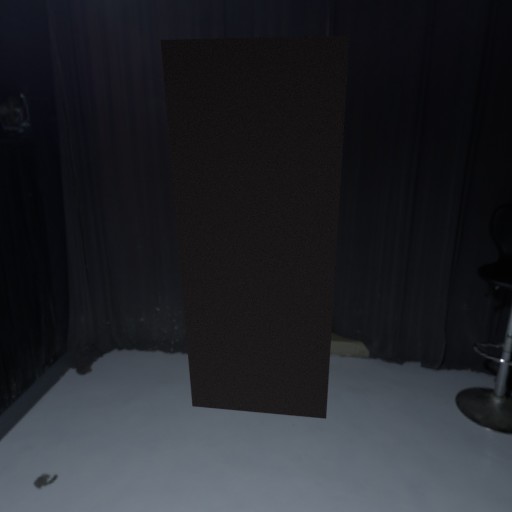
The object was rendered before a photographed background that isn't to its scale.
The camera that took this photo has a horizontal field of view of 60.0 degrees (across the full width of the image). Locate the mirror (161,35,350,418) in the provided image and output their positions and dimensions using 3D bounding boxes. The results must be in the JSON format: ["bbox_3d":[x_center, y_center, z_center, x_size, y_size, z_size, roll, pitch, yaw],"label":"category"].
[{"bbox_3d":[0.000,0.000,2.290,0.812,2.020,0.221,2,18,8],"label":"mirror"}]
